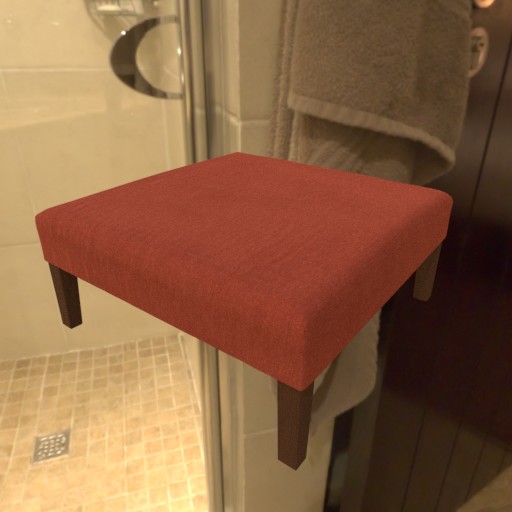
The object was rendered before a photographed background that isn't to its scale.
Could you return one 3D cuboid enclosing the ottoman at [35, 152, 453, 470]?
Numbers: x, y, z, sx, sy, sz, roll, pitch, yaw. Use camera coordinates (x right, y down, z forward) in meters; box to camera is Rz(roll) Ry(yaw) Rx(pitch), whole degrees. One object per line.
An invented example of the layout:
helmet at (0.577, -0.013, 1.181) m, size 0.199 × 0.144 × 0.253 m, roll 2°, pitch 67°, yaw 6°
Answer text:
ottoman at (0.000, 0.000, 1.379) m, size 0.889 × 0.411 × 0.890 m, roll 19°, pitch 32°, yaw 33°
